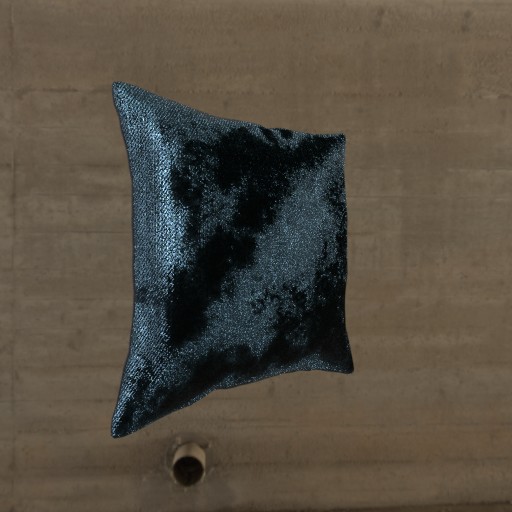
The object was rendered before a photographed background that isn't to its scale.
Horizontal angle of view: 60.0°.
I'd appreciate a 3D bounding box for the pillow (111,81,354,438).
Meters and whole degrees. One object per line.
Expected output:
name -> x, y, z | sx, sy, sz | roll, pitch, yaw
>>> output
pillow -> 0.000, 0.000, 0.657 | 0.436, 0.430, 0.138 | 0, 0, -38
